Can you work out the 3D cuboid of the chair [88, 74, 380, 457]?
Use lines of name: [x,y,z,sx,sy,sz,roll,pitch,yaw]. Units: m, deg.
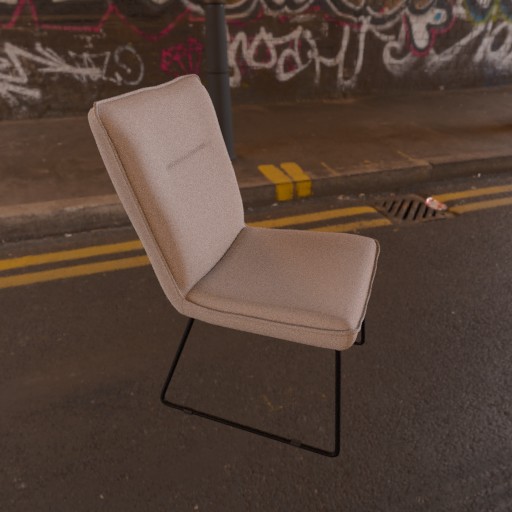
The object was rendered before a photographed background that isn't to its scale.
chair: [0.000,0.000,1.327,0.688,0.930,0.515,10,32,17]
